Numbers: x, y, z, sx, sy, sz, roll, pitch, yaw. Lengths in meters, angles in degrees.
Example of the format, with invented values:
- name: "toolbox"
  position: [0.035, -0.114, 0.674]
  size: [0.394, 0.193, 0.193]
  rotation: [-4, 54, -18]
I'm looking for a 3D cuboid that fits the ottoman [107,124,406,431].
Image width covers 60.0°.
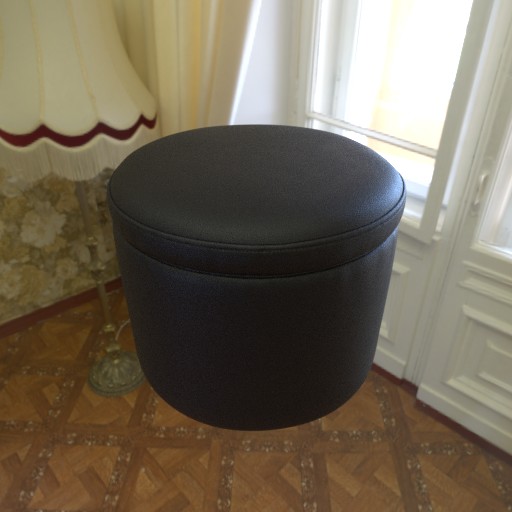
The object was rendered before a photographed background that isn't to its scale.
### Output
- name: "ottoman"
  position: [0.000, 0.000, 0.853]
  size: [0.501, 0.409, 0.501]
  rotation: [0, 32, 0]
